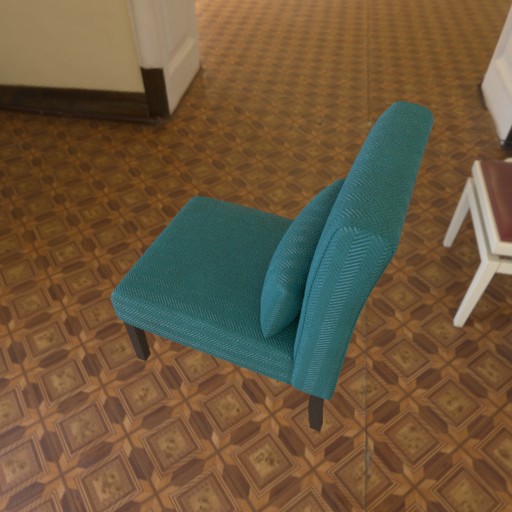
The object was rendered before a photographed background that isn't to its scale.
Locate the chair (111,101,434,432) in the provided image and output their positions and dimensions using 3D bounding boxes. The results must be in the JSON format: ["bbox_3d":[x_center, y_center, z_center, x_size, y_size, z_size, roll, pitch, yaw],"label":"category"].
[{"bbox_3d":[0.000,0.000,1.428,0.808,0.927,0.579,17,48,16],"label":"chair"}]
